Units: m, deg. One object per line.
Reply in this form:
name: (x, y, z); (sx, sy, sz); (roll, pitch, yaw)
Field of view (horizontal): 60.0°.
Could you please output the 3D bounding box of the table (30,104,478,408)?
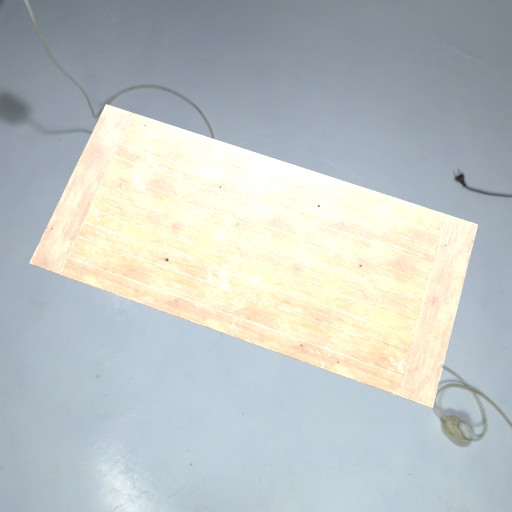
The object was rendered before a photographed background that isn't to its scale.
table: (0.000, 0.000, 2.173); (1.800, 0.465, 0.820); (19, 77, 4)
